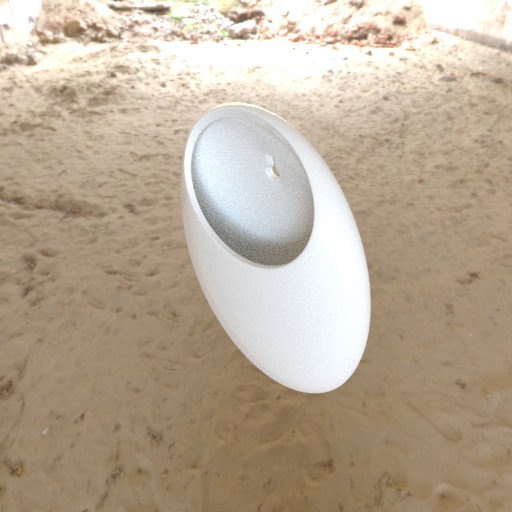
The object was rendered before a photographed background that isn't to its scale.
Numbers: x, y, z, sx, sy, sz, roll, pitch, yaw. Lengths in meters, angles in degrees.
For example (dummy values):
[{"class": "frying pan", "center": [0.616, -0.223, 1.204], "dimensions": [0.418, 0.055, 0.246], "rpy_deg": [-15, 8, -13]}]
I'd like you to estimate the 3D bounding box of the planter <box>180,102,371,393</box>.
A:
[{"class": "planter", "center": [0.000, 0.000, 0.284], "dimensions": [0.043, 0.188, 0.185], "rpy_deg": [-22, 39, -30]}]
